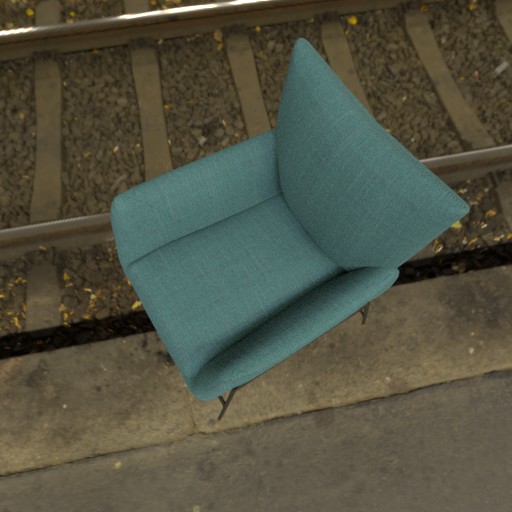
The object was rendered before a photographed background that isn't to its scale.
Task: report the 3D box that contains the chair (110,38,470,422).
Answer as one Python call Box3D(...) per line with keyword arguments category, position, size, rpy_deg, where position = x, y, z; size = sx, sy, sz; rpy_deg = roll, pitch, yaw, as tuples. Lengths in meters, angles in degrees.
Box3D(category="chair", position=(0.000, 0.000, 1.415), size=(0.769, 0.859, 0.678), rpy_deg=(-30, 68, -13))
